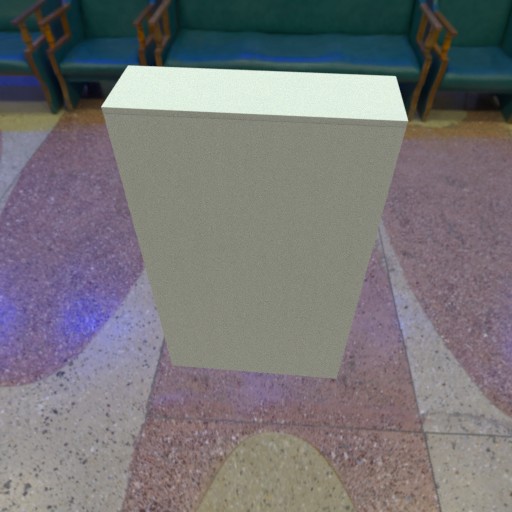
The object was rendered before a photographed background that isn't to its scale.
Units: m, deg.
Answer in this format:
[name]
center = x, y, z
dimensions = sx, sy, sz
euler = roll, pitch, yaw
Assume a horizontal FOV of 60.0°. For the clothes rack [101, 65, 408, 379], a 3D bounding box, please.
[clothes rack]
center = 0.000, 0.000, 1.630
dimensions = 0.750, 1.280, 0.250
euler = 4, 47, 3
